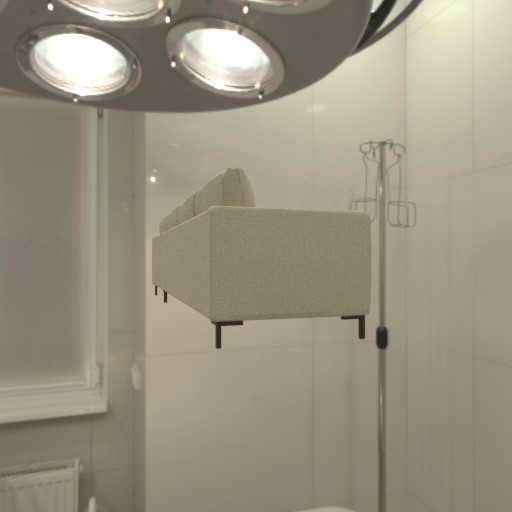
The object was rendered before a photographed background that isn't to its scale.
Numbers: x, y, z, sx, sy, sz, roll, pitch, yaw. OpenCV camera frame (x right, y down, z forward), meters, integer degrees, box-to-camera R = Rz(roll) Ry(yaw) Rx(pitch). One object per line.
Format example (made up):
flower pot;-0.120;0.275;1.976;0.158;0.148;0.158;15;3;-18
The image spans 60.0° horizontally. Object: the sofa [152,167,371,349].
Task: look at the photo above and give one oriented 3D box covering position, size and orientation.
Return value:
sofa;0.000;0.000;3.212;1.258;0.755;2.731;0;0;-18
